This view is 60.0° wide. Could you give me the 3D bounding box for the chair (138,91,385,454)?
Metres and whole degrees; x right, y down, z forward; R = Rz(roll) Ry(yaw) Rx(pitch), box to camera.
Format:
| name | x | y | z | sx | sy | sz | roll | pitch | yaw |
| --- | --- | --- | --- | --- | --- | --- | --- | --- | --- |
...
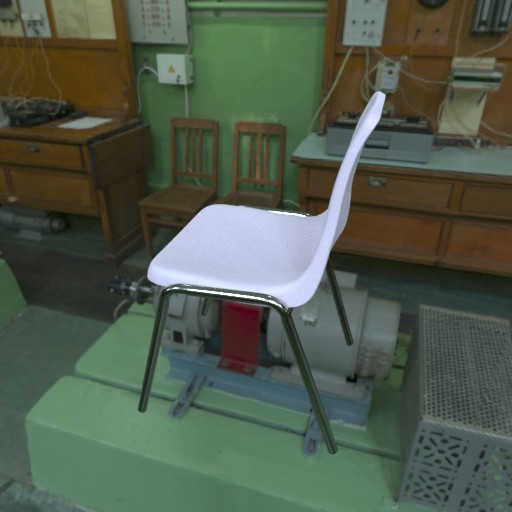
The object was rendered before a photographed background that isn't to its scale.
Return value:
| name | x | y | z | sx | sy | sz | roll | pitch | yaw |
| --- | --- | --- | --- | --- | --- | --- | --- | --- | --- |
| chair | 0.000 | 0.000 | 0.918 | 0.436 | 0.653 | 0.381 | 8 | 31 | 14 |
